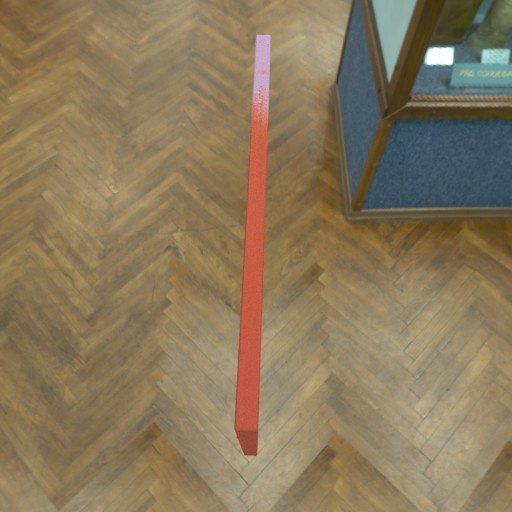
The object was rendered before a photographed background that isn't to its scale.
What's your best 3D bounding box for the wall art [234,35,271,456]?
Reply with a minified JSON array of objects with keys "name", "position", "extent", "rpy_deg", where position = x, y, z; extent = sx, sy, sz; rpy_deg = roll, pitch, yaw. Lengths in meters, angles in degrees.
[{"name":"wall art","position":[0.000,0.000,1.148],"extent":[0.040,0.609,0.913],"rpy_deg":[2,63,1]}]
